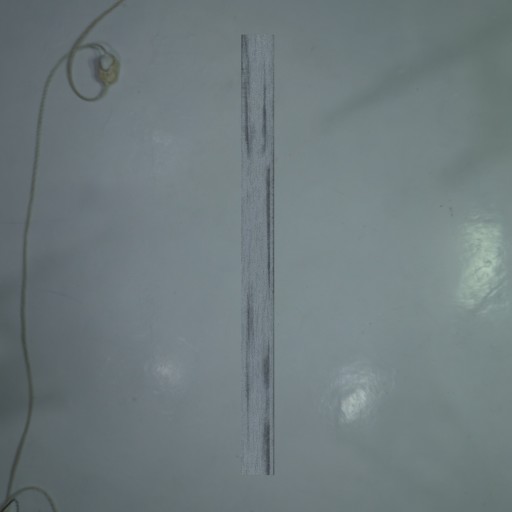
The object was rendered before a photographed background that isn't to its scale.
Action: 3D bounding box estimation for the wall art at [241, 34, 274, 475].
[{"bbox_3d":[0.000,0.000,0.761,0.038,0.506,0.506,0,89,0],"label":"wall art"}]
